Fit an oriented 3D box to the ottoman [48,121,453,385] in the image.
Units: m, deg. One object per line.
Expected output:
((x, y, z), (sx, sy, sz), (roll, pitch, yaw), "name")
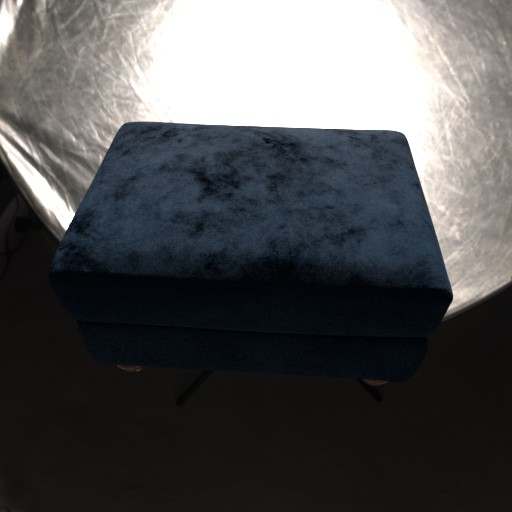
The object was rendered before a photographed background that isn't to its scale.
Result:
((0.000, 0.000, 1.133), (0.773, 0.503, 0.572), (3, 47, 2), "ottoman")
